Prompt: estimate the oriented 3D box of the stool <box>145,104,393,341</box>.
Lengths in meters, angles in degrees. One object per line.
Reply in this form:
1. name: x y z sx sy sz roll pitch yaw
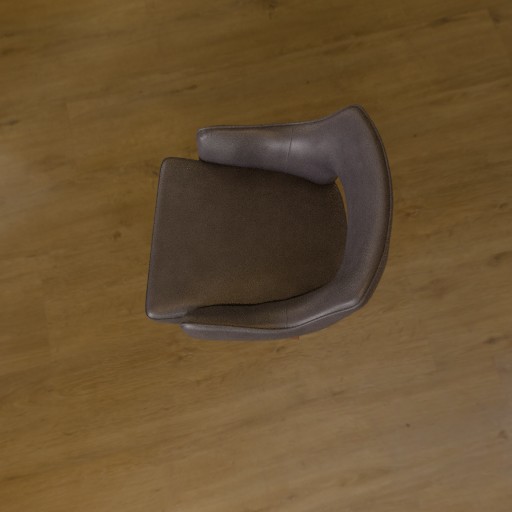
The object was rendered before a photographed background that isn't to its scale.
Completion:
1. stool: 0.000 0.000 1.373 0.560 1.041 0.550 3 75 1
